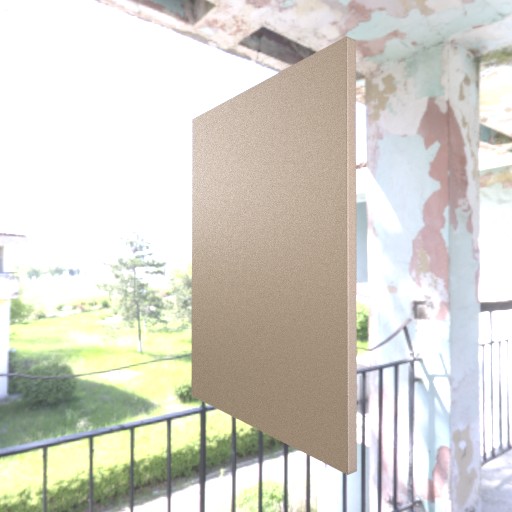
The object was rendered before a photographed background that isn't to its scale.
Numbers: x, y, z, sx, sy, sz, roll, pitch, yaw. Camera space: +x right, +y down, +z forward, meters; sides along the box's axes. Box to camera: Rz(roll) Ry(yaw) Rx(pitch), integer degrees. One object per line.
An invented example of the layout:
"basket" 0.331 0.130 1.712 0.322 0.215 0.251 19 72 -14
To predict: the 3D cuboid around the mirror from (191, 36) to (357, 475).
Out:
"mirror" 0.000 0.000 1.344 0.032 1.023 0.756 0 -1 -37
